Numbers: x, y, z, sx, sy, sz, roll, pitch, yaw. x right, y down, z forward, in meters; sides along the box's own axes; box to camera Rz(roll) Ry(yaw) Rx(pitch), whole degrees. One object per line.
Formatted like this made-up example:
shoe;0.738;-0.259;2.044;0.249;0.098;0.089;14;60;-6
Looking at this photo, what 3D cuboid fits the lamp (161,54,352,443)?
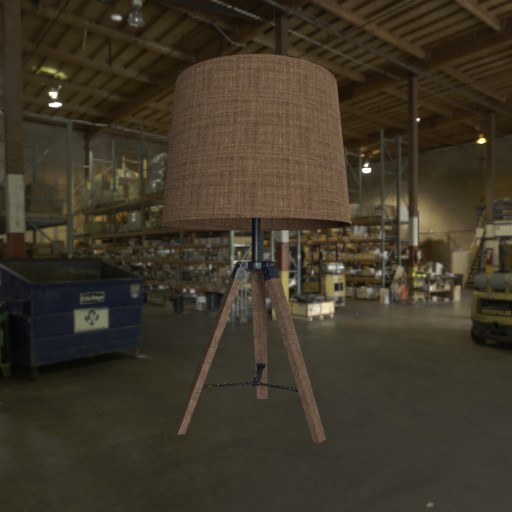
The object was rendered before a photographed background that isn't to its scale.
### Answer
lamp;0.000;0.000;0.688;0.290;0.514;0.290;0;0;0
